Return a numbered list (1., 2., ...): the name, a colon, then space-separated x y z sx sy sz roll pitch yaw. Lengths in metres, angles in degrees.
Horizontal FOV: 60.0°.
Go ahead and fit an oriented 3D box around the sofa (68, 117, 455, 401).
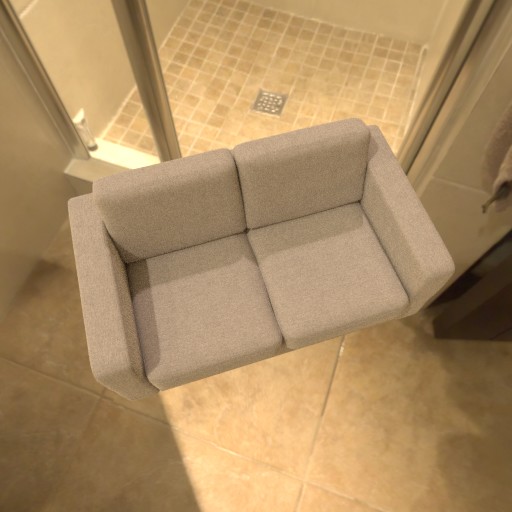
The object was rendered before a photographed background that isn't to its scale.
1. sofa: 0.000 0.000 2.083 1.540 0.800 0.900 -15 65 -7
